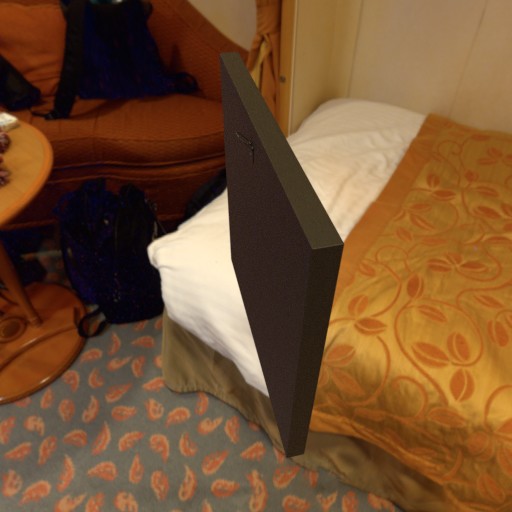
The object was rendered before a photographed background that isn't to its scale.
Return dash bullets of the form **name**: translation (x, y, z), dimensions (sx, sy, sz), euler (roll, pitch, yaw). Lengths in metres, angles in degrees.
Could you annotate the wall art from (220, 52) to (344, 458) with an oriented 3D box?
- **wall art**: translation (0.000, 0.000, 0.533), dimensions (0.038, 0.349, 0.349), euler (-9, 45, -9)
